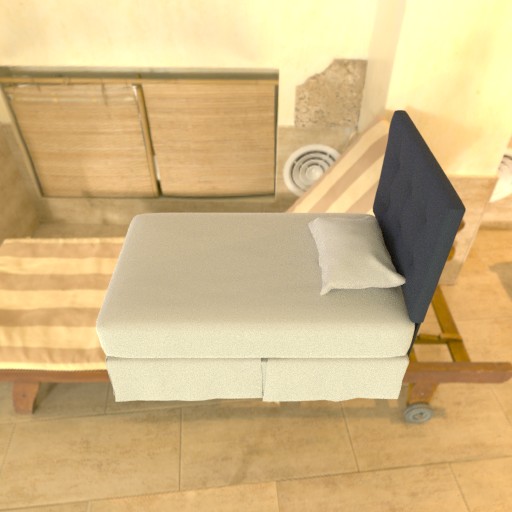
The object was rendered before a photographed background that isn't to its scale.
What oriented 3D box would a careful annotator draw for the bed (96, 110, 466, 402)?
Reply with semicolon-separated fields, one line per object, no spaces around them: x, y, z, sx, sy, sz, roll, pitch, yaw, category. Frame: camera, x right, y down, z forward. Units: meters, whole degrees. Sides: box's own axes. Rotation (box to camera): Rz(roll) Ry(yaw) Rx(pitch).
0.000;0.000;2.993;1.997;1.571;1.261;0;41;0;bed
